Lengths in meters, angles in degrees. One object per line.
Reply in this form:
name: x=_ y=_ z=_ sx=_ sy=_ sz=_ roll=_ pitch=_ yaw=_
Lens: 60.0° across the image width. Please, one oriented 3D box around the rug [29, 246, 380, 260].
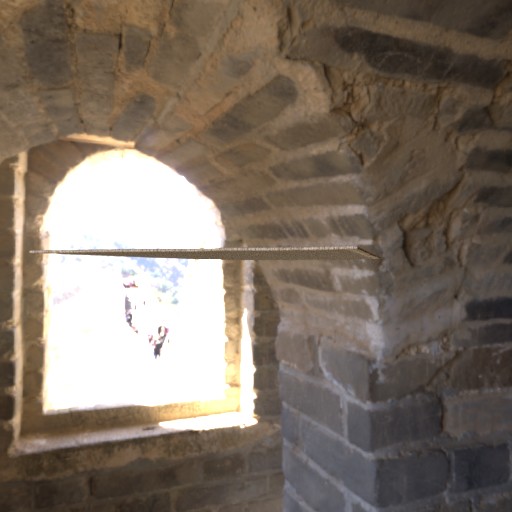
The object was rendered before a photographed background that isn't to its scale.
rug: x=0.000 y=0.000 z=2.351 sx=1.211 sy=0.018 sz=1.822 roll=0 pitch=-1 yaw=18
